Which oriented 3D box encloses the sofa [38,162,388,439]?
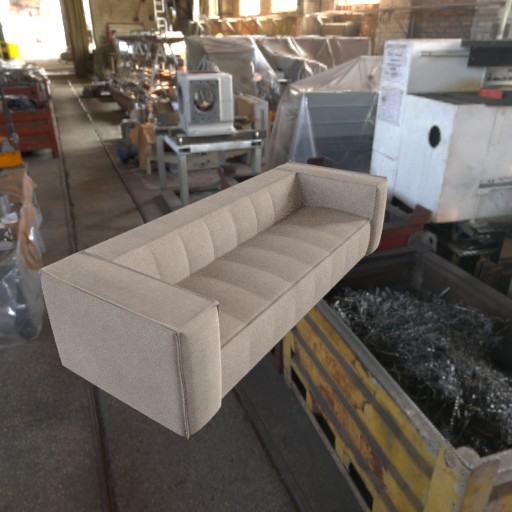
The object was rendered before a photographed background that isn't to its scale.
[{"bbox_3d":[0.000,0.000,3.180,1.038,0.680,2.697,16,31,30],"label":"sofa"}]
